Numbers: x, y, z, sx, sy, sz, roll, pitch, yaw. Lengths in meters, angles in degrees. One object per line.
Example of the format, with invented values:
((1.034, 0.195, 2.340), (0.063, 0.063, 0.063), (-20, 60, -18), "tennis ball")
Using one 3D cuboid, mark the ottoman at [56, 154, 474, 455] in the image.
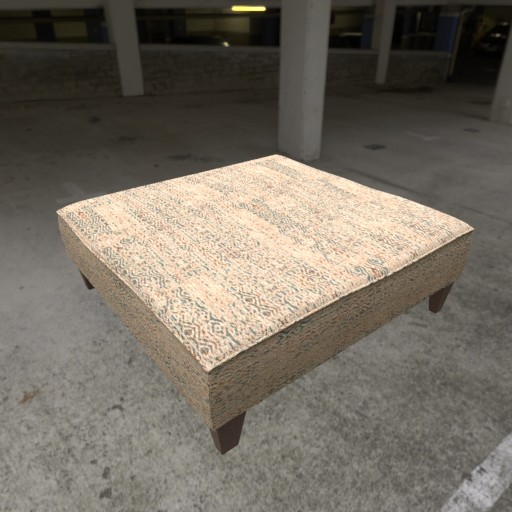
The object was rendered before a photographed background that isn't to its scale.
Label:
((0.000, 0.000, 1.518), (1.004, 0.356, 0.968), (-21, 36, -32), "ottoman")
